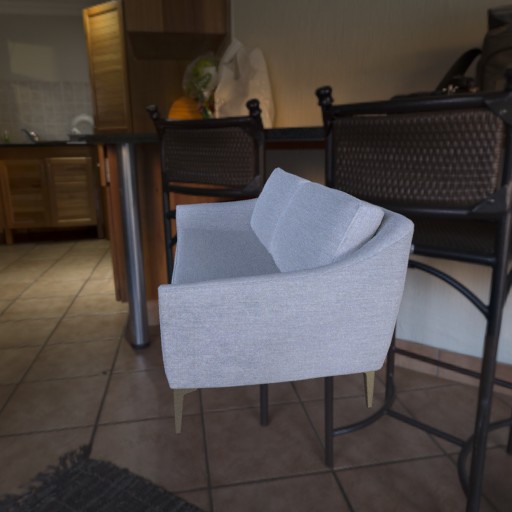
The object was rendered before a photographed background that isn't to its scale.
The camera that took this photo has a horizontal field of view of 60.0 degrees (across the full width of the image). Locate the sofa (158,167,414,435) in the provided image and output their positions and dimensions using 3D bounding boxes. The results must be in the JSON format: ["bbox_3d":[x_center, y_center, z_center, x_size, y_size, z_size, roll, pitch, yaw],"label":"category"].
[{"bbox_3d":[0.000,0.000,2.604,0.980,0.913,2.036,-2,15,-8],"label":"sofa"}]
